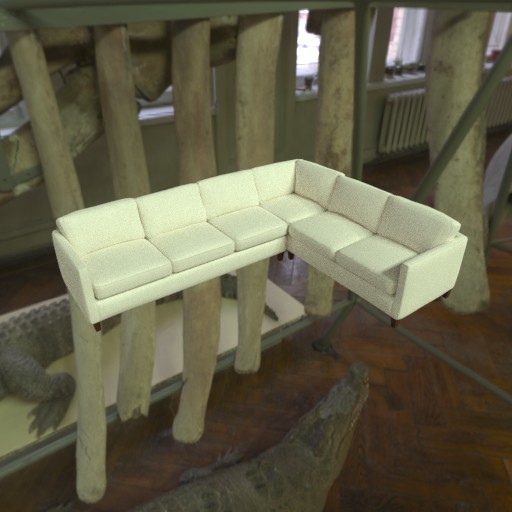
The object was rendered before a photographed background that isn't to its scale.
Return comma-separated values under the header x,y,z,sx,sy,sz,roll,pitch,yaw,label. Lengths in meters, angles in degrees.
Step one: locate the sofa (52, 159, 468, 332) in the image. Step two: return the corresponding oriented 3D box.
x,y,z,sx,sy,sz,roll,pitch,yaw,label
0.000,0.000,4.489,3.302,0.947,2.593,-20,36,-30,sofa
